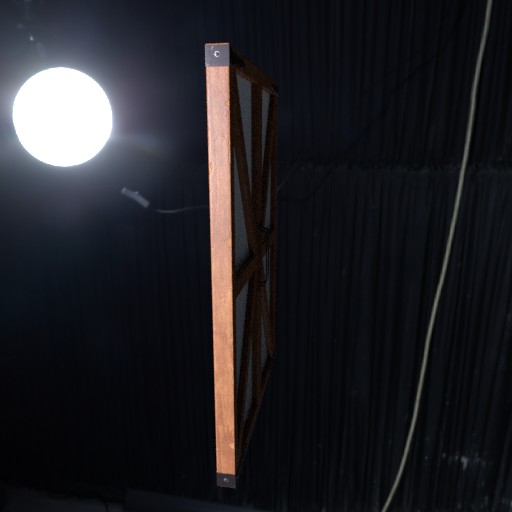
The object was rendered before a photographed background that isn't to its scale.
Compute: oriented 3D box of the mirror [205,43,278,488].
[{"bbox_3d":[0.000,0.000,0.971,0.053,0.761,0.517,3,15,10],"label":"mirror"}]
